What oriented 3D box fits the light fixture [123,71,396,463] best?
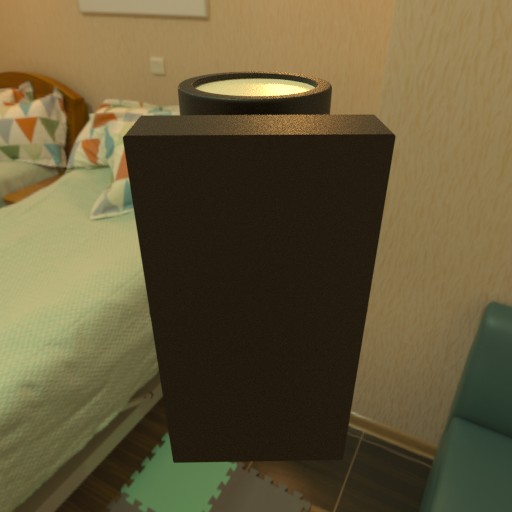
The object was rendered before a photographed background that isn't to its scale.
[{"bbox_3d":[0.000,0.000,0.255,0.098,0.179,0.138,-1,31,-1],"label":"light fixture"}]
